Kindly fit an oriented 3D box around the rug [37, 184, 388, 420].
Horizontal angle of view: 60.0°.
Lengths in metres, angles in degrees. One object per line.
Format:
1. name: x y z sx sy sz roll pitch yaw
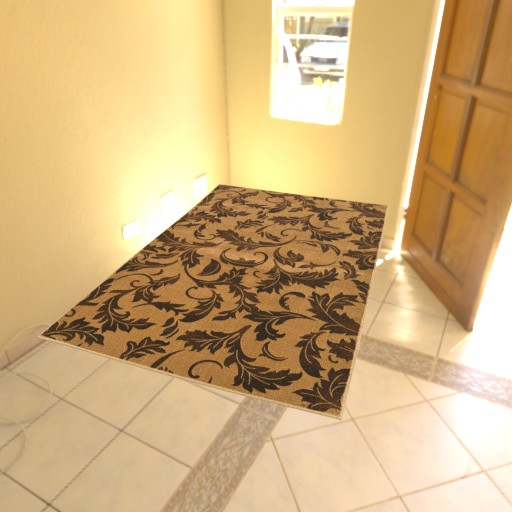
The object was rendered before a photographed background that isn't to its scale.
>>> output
1. rug: 0.000 0.000 2.905 1.522 0.008 2.284 10 31 17
